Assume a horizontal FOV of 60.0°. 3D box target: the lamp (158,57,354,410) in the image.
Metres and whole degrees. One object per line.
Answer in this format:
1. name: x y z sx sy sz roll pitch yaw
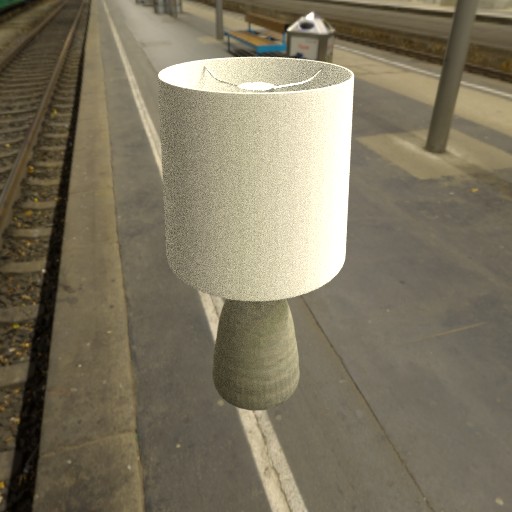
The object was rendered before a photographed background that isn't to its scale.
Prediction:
1. lamp: 0.000 0.000 0.475 0.186 0.369 0.186 0 32 0
